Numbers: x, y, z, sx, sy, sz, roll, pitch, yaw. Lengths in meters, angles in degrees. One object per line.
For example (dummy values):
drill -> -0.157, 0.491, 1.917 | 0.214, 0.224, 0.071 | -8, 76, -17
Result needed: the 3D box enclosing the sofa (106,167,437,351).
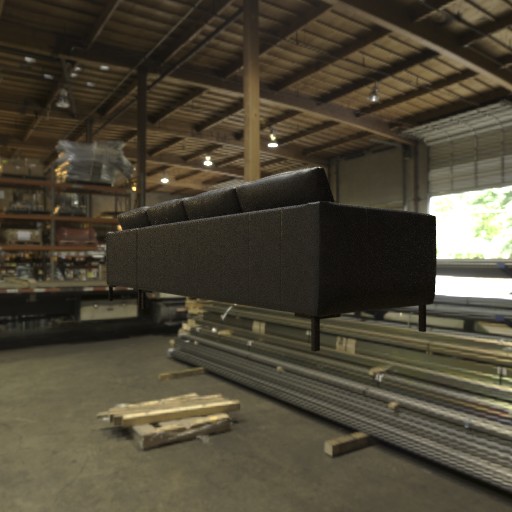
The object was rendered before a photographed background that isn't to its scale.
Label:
sofa -> 0.000, 0.000, 3.528 | 1.471, 0.859, 2.993 | 0, 0, -36
